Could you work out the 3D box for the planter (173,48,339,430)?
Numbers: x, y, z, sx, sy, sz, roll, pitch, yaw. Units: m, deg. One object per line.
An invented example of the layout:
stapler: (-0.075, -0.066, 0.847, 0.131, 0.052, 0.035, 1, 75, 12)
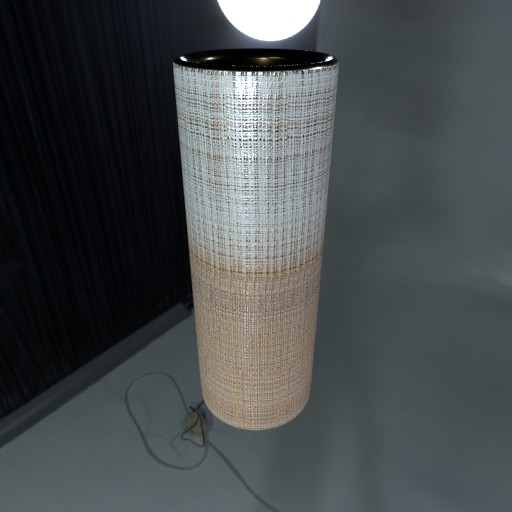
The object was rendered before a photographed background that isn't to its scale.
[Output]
planter: (0.000, 0.000, 0.336, 0.099, 0.278, 0.099, 19, 35, 30)
